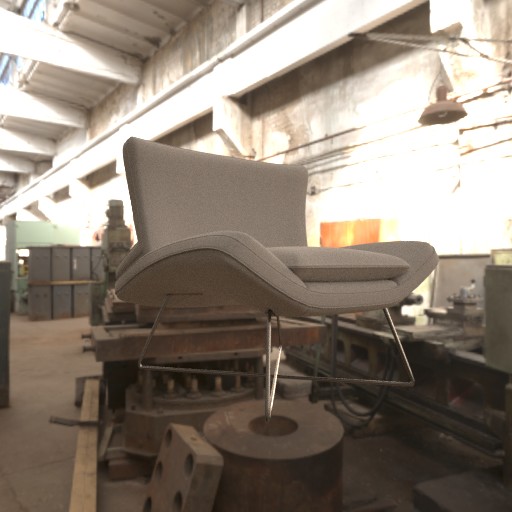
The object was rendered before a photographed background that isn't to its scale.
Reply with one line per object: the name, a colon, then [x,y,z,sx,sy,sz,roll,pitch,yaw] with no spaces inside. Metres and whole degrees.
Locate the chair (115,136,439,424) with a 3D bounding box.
chair: [0.000,0.000,1.646,0.859,0.855,1.008,1,-1,-35]
